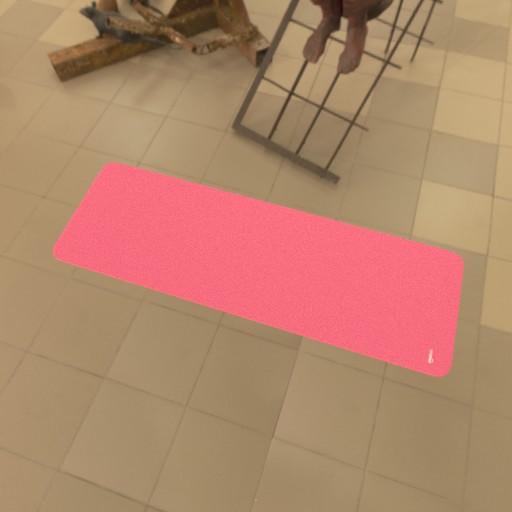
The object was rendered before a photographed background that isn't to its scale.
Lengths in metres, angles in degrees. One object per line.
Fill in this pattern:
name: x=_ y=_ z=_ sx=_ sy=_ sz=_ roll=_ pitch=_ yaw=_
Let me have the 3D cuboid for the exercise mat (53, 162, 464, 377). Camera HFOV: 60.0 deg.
exercise mat: x=0.000 y=0.000 z=2.103 sx=1.884 sy=0.021 sz=0.616 roll=16 pitch=62 yaw=9
